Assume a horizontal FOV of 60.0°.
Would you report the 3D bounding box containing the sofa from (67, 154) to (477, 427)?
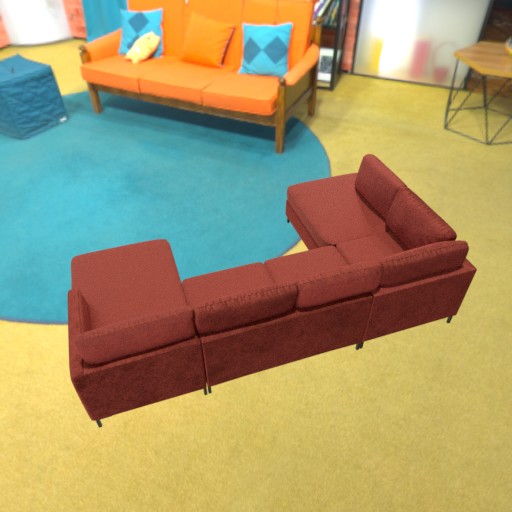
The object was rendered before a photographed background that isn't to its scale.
[{"bbox_3d":[0.000,0.000,4.322,3.434,0.992,2.055,-13,43,-14],"label":"sofa"}]
